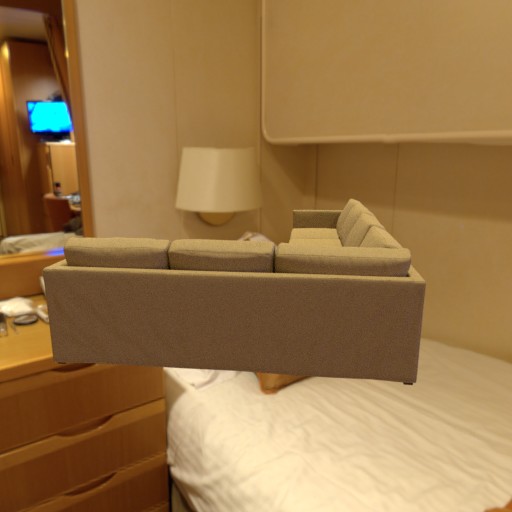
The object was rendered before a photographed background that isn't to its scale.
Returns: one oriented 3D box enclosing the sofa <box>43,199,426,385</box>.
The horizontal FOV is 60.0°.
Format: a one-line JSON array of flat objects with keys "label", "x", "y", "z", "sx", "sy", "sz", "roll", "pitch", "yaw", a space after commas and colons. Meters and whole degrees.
[{"label": "sofa", "x": 0.000, "y": 0.000, "z": 4.318, "sx": 2.432, "sy": 0.871, "sz": 3.182, "roll": 2, "pitch": 14, "yaw": 7}]
